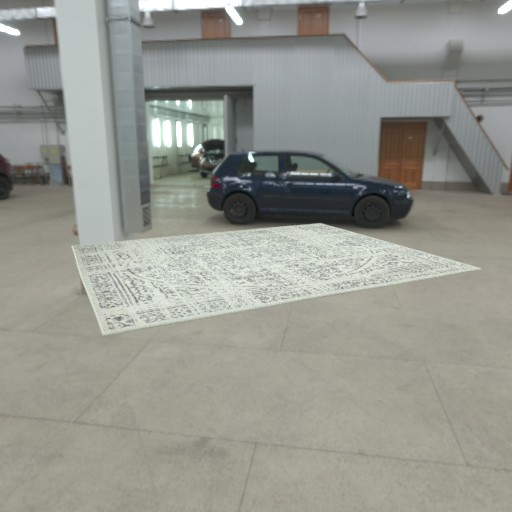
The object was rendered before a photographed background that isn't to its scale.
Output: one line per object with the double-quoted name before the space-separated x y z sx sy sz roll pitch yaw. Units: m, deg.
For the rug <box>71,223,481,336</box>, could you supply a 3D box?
"rug" 0.000 0.000 3.941 2.921 0.032 2.311 -7 16 -25
